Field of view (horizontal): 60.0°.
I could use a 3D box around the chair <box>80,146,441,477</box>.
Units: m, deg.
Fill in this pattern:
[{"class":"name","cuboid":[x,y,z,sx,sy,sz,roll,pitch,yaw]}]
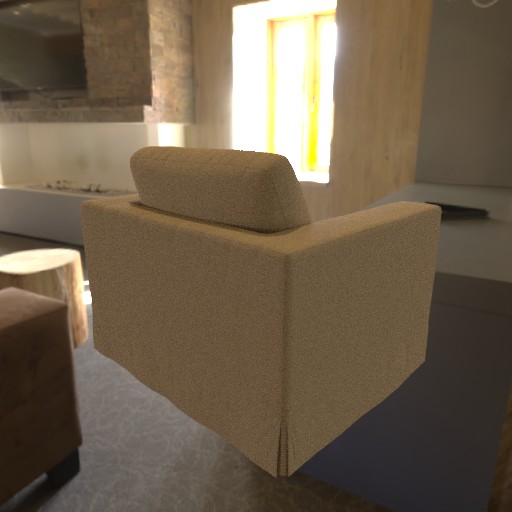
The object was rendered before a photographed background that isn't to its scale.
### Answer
[{"class":"chair","cuboid":[0.000,0.000,1.811,1.150,0.878,0.957,15,22,42]}]
